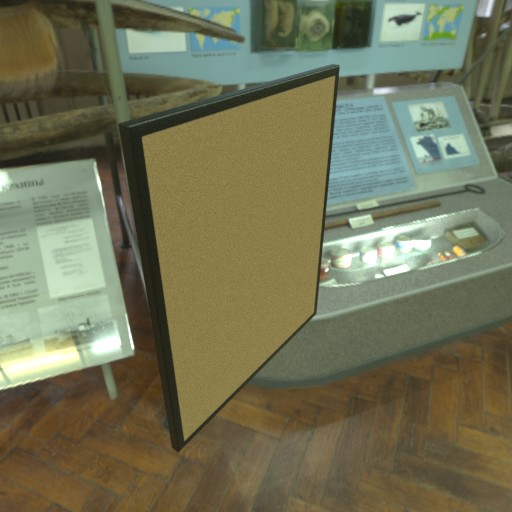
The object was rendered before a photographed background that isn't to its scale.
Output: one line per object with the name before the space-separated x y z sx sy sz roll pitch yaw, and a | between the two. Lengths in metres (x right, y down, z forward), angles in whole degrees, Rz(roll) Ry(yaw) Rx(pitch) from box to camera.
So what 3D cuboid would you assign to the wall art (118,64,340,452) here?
wall art | 0.000 0.000 0.800 0.018 0.582 0.481 22 39 31
